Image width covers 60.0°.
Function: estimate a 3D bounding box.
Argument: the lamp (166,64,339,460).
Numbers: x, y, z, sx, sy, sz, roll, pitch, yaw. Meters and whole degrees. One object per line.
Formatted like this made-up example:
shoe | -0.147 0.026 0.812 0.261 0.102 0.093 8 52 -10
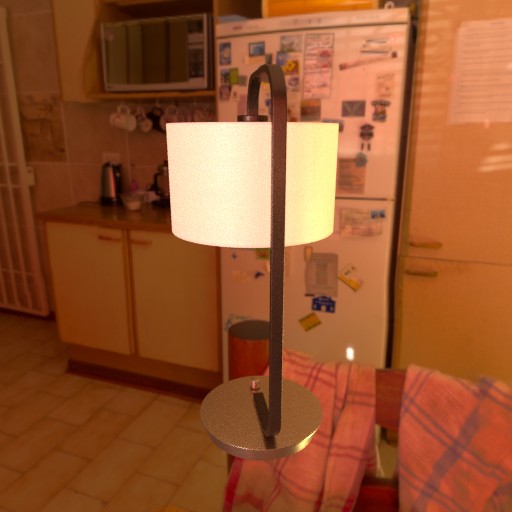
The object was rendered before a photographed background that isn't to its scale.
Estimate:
lamp | 0.000 0.000 0.621 0.230 0.473 0.288 -3 16 -9
